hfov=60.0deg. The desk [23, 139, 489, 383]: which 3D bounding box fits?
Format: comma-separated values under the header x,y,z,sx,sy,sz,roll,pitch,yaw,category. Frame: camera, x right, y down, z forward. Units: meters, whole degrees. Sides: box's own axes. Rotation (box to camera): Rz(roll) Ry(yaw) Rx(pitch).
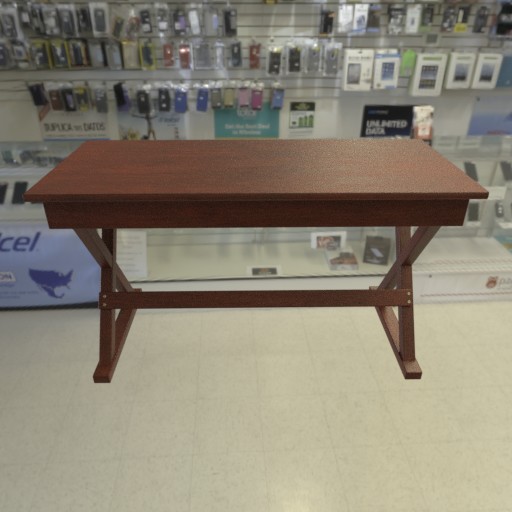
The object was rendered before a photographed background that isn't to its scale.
x,y,z,sx,sy,sz,roll,pitch,yaw,category
0.000,0.000,1.747,1.372,0.761,0.600,0,30,-1,desk
